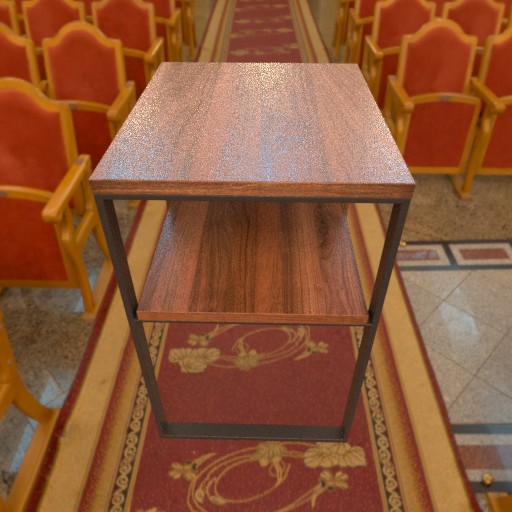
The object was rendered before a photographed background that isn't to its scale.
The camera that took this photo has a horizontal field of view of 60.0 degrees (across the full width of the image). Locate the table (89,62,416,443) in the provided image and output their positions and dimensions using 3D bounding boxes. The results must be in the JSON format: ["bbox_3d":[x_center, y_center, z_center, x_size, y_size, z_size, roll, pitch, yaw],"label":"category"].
[{"bbox_3d":[0.000,0.000,1.525,0.660,1.041,0.786,1,40,1],"label":"table"}]
